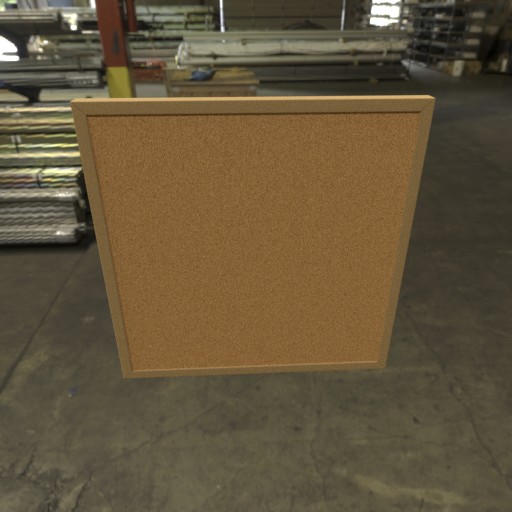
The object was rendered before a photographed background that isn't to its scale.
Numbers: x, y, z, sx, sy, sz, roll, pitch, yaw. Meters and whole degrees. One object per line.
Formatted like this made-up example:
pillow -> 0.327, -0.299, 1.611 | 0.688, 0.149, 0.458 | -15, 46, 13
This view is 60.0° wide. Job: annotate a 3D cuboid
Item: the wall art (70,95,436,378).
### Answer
wall art -> 0.000, 0.000, 1.121 | 0.761, 0.761, 0.037 | -2, 29, -3
